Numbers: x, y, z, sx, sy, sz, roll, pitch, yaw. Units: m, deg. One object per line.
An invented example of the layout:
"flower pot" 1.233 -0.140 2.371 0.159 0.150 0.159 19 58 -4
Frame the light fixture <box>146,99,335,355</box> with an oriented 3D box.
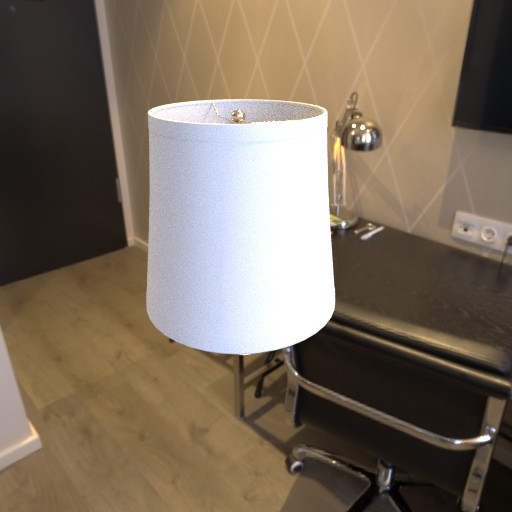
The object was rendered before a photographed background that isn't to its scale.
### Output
"light fixture" 0.000 0.000 0.578 0.223 0.381 0.348 7 27 15
